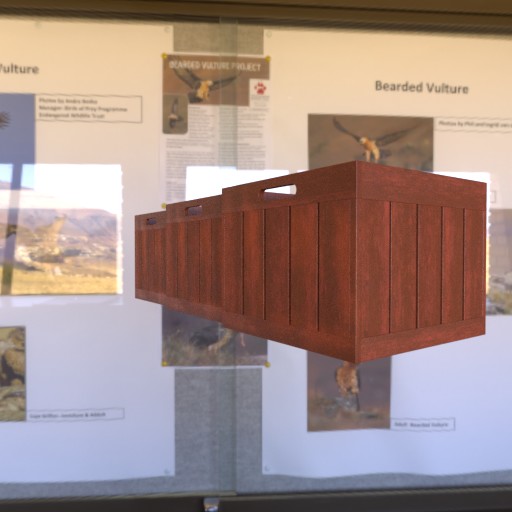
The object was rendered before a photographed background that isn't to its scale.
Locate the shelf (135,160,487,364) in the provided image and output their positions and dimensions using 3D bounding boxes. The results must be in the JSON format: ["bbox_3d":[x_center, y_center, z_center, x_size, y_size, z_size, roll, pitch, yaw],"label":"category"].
[{"bbox_3d":[0.000,0.000,1.222,0.393,0.311,1.064,-1,1,-36],"label":"shelf"}]
